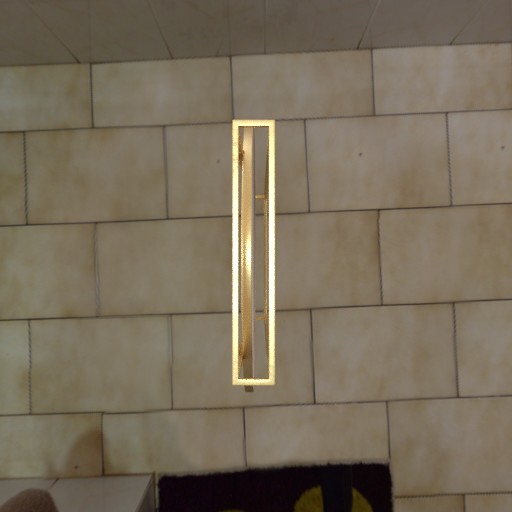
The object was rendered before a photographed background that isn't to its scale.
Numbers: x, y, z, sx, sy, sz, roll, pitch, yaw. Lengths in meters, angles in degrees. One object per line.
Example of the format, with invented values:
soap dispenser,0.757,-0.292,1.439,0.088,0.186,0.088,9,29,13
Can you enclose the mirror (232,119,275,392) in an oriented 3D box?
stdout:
mirror,0.000,0.000,0.826,0.051,0.603,0.508,0,89,1
